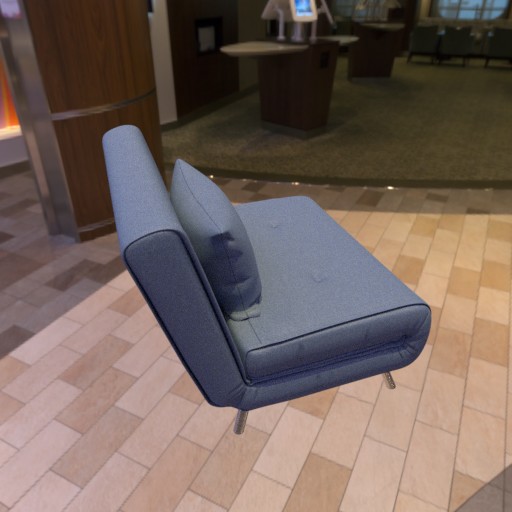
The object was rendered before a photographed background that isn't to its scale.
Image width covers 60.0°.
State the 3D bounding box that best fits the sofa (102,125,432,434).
[{"bbox_3d":[0.000,0.000,1.750,0.996,0.860,0.999,-10,33,-16],"label":"sofa"}]
